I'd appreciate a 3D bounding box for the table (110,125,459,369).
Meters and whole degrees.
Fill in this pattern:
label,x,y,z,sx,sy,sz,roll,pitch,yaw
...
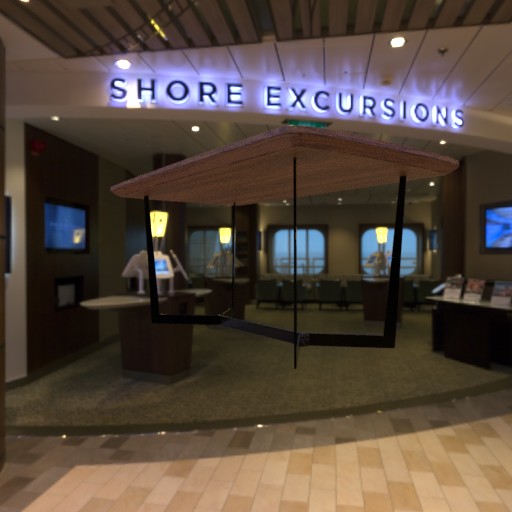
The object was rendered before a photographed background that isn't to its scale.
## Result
label,x,y,z,sx,sy,sz,roll,pitch,yaw
table,0.000,0.000,2.164,0.949,0.765,1.643,0,1,-37
